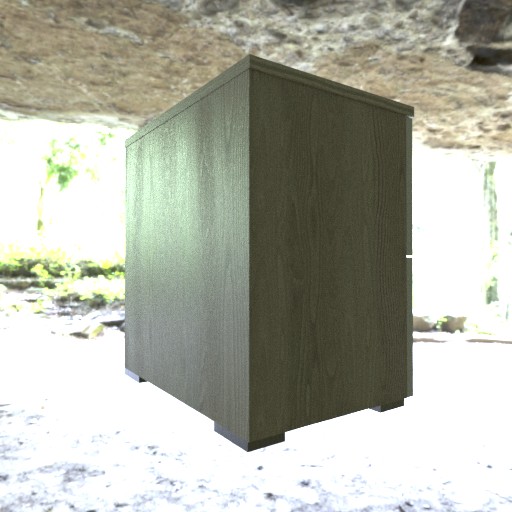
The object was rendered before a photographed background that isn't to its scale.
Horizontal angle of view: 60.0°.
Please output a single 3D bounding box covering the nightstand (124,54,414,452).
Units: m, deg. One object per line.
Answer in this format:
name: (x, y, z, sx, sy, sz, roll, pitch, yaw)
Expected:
nightstand: (0.000, 0.000, 0.784, 0.325, 0.461, 0.442, 0, -1, -35)
